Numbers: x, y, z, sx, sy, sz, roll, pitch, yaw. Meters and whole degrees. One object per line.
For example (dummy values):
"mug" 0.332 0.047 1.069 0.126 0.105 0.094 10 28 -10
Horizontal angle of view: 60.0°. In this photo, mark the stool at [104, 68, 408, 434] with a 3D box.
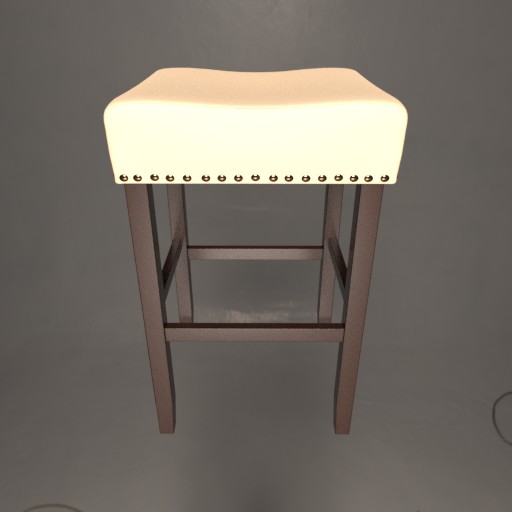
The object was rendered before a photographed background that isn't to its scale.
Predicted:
"stool" 0.000 0.000 1.018 0.471 0.762 0.401 0 30 0
